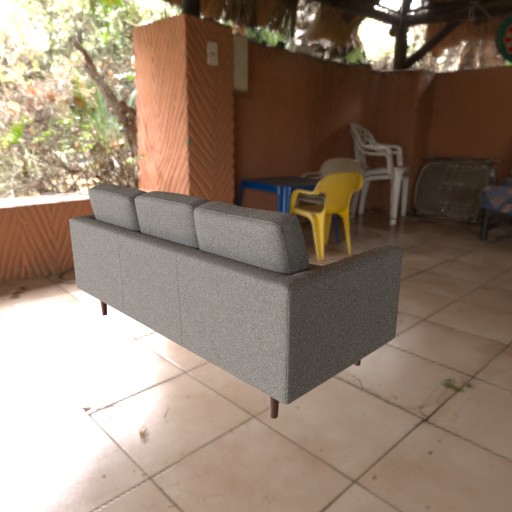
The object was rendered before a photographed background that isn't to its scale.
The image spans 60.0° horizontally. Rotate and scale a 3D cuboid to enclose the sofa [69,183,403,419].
[{"bbox_3d":[0.000,0.000,3.004,1.667,0.957,2.055,-15,21,-42],"label":"sofa"}]
